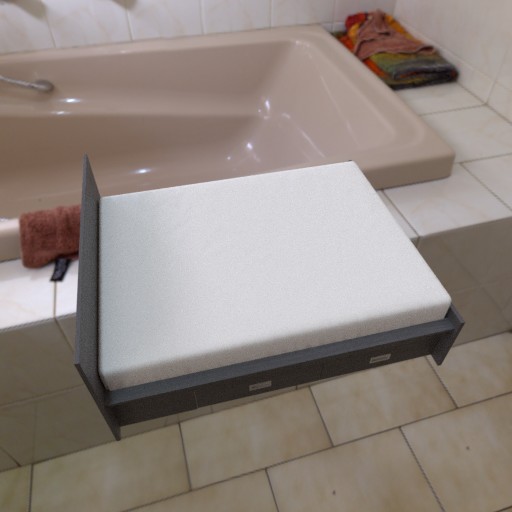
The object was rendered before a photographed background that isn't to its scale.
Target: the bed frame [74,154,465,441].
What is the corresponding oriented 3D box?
[{"bbox_3d":[0.000,0.000,2.843,1.960,0.800,1.622,-10,46,-10],"label":"bed frame"}]
